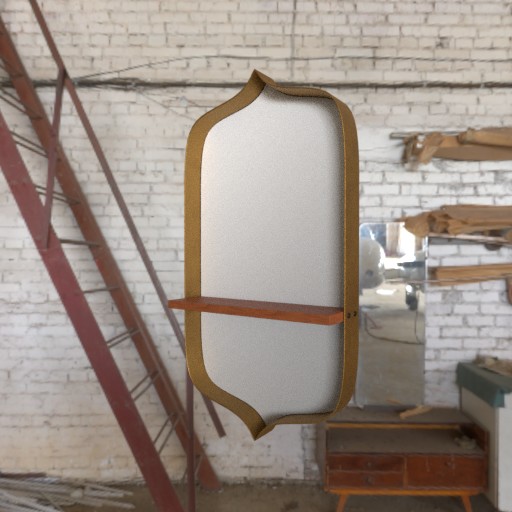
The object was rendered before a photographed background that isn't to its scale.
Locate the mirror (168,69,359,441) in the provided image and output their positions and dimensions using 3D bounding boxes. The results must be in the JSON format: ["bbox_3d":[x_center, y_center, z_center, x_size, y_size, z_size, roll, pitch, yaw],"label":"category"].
[{"bbox_3d":[0.000,0.000,0.733,0.323,0.613,0.096,1,1,35],"label":"mirror"}]
